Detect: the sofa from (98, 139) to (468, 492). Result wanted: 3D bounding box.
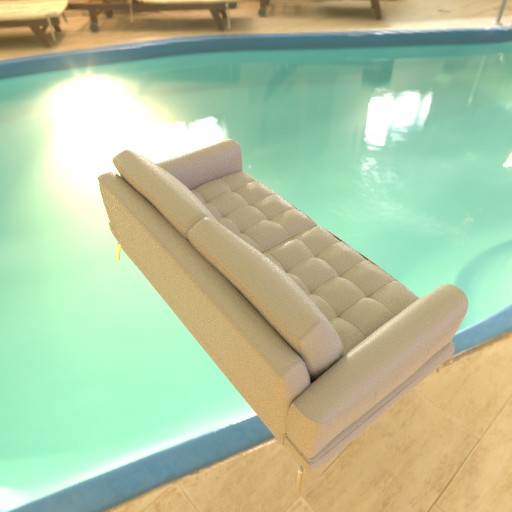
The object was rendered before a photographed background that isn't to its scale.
[{"bbox_3d":[0.000,0.000,2.653,1.121,0.930,2.177,-27,49,-27],"label":"sofa"}]
